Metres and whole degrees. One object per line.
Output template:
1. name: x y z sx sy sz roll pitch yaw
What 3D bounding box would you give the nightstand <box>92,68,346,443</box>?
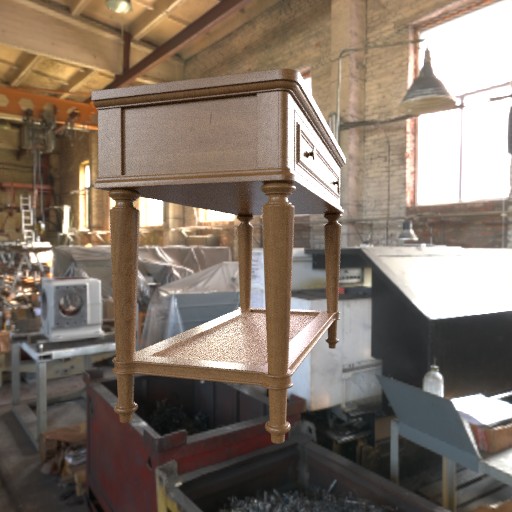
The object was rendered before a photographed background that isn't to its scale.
1. nightstand: 0.000 0.000 1.299 0.432 0.700 0.914 0 1 17
